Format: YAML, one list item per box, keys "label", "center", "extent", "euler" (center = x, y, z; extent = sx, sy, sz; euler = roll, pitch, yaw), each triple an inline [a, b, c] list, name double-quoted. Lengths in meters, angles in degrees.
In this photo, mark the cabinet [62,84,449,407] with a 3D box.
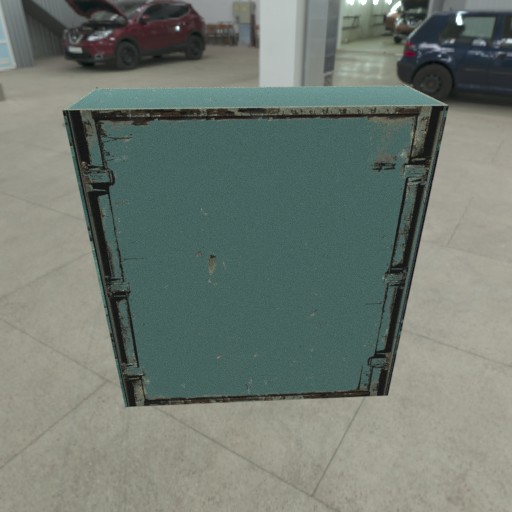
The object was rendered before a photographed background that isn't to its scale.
- label: "cabinet"
  center: [0.000, 0.000, 3.122]
  extent: [2.000, 2.160, 0.680]
  euler: [-2, 30, -3]
